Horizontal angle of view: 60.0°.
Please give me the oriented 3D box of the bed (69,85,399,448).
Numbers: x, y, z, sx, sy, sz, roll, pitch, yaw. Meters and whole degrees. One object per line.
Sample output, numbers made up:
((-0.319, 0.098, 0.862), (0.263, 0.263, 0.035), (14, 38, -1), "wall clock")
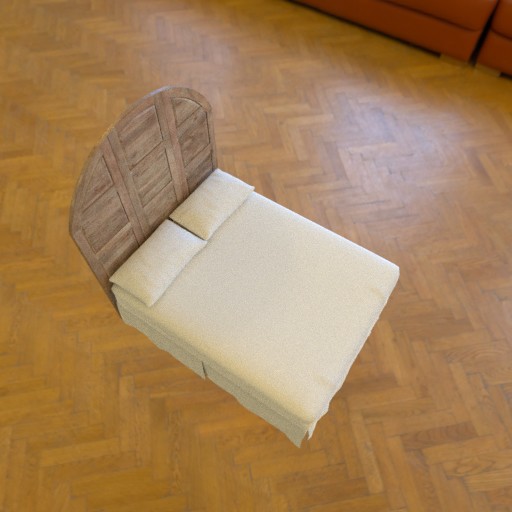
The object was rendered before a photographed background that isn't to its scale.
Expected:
((0.000, 0.000, 3.541), (2.112, 2.002, 1.713), (29, 62, 17), "bed")
